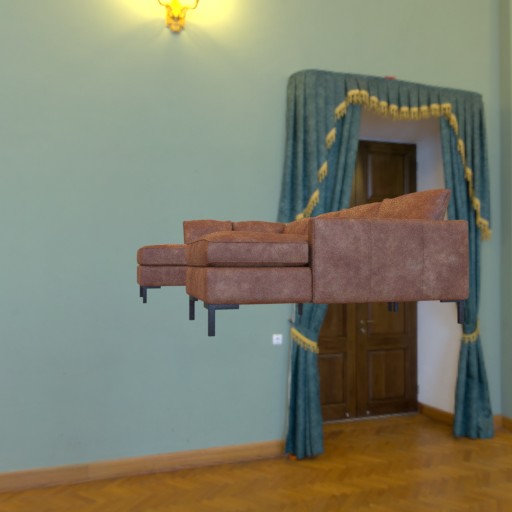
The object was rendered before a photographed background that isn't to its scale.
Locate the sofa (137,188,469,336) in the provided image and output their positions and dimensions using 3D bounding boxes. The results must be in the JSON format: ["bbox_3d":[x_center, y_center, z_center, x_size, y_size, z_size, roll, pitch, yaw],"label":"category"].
[{"bbox_3d":[0.000,0.000,3.927,1.939,0.900,2.956,0,-1,-17],"label":"sofa"}]
